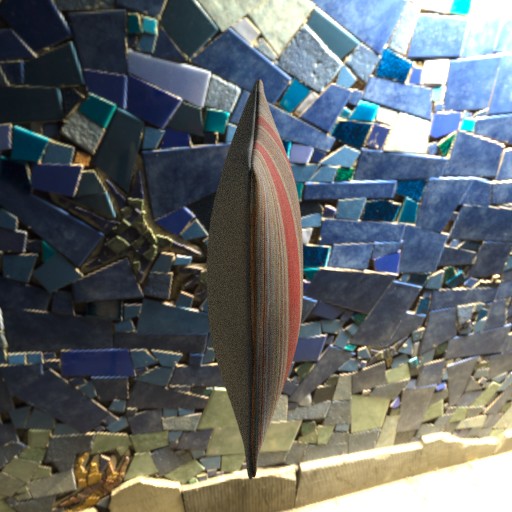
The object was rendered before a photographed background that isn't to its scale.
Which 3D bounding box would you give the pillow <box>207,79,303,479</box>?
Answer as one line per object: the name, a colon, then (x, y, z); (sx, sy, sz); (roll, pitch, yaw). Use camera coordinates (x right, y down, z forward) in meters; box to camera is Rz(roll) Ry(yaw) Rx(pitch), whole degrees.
pillow: (0.000, 0.000, 0.646); (0.136, 0.419, 0.437); (1, 31, 1)
